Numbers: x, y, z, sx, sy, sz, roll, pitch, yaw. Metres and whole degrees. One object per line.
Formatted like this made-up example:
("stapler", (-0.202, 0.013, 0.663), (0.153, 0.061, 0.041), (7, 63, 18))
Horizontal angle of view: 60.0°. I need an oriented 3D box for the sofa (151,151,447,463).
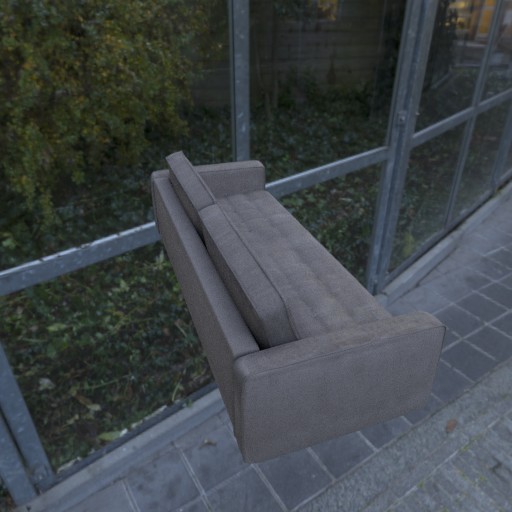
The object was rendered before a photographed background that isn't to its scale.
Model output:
("sofa", (0.000, 0.000, 2.695), (0.923, 0.813, 2.295), (-11, 32, -17))
